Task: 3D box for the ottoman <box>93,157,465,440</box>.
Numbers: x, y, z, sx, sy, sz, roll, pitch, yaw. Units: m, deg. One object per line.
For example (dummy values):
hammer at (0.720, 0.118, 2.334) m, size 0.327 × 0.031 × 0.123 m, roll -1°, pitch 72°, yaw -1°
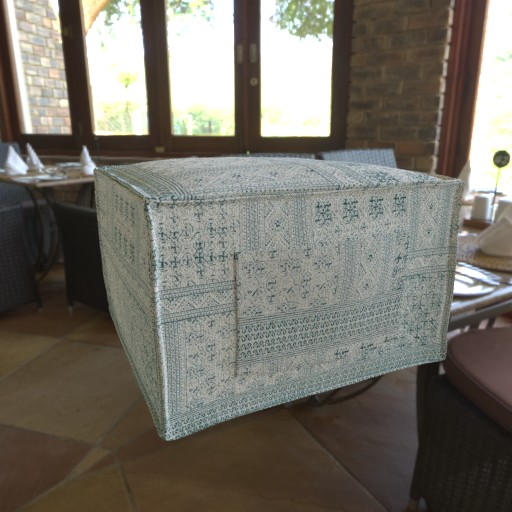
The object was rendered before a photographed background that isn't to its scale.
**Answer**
ottoman at (0.000, 0.000, 1.018) m, size 0.617 × 0.439 × 0.626 m, roll -8°, pitch 18°, yaw -24°
